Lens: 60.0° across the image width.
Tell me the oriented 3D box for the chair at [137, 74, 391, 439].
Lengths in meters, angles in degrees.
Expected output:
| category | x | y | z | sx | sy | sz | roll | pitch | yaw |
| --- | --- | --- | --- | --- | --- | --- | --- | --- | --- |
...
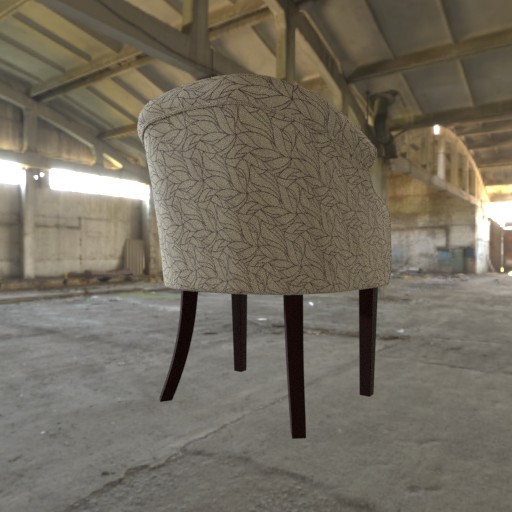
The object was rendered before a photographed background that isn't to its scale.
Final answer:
| category | x | y | z | sx | sy | sz | roll | pitch | yaw |
| --- | --- | --- | --- | --- | --- | --- | --- | --- | --- |
| chair | 0.000 | 0.000 | 1.309 | 0.686 | 0.858 | 0.613 | 0 | 0 | 35 |
